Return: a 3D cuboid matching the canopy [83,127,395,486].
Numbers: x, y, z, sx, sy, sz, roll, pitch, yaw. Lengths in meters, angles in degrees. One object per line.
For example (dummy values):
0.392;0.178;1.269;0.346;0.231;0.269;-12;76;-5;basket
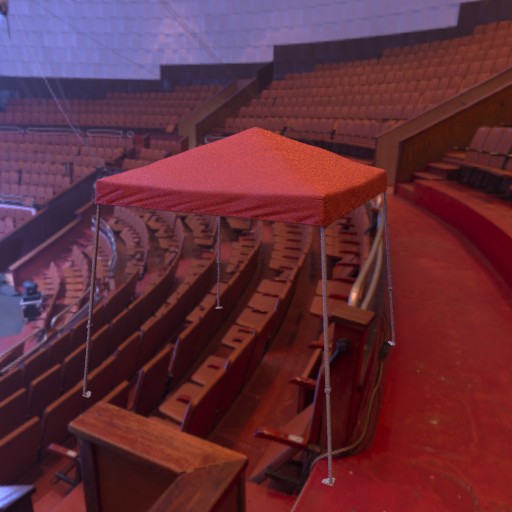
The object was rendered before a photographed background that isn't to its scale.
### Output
0.000;0.000;6.438;3.600;3.600;3.599;8;18;26;canopy
